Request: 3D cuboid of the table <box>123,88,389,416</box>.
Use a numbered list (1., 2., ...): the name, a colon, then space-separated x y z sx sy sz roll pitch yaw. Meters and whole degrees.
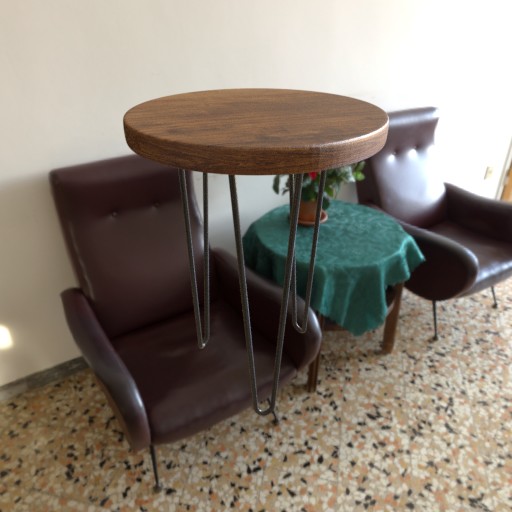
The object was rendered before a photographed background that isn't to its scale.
1. table: 0.000 0.000 0.815 0.400 0.520 0.400 0 30 0
